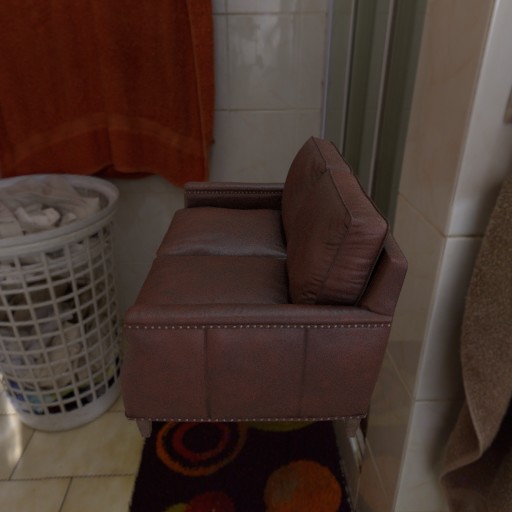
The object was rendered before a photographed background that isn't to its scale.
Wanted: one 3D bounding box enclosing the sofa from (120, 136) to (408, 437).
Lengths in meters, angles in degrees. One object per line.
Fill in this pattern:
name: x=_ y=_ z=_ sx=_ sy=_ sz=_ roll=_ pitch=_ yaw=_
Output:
sofa: x=0.000 y=0.000 z=2.348 sx=1.083 sy=1.003 sz=1.628 roll=0 pitch=27 yaw=0
